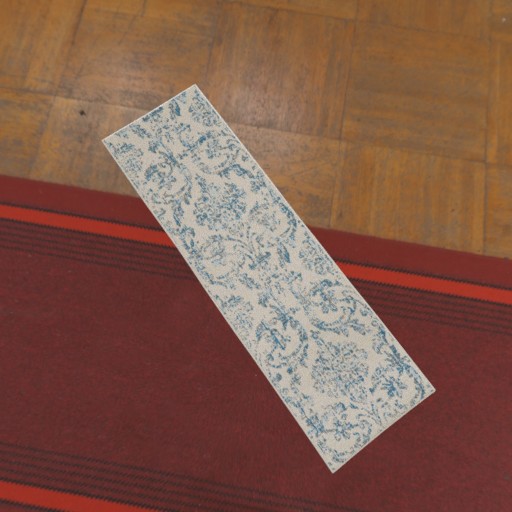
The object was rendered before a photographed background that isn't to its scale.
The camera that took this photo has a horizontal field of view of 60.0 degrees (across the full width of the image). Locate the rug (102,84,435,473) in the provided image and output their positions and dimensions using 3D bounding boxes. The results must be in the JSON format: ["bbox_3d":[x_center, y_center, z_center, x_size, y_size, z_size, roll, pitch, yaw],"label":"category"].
[{"bbox_3d":[0.000,0.000,2.416,0.662,0.011,2.196,-35,78,-9],"label":"rug"}]
